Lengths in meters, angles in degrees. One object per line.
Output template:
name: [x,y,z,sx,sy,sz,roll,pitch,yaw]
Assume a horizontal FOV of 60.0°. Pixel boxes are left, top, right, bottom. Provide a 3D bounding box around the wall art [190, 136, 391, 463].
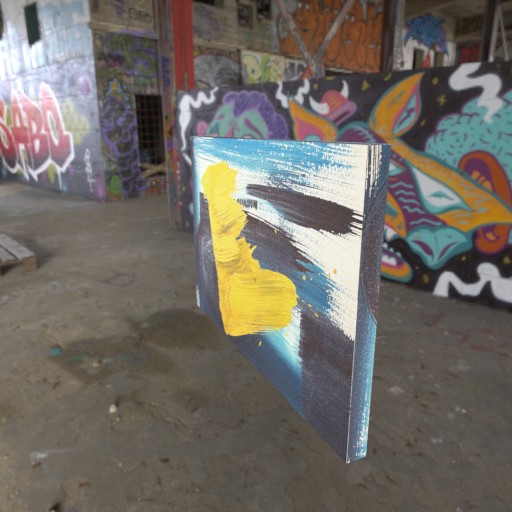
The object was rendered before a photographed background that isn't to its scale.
wall art: [0.000,0.000,0.795,0.033,0.406,0.609,-8,18,-25]
